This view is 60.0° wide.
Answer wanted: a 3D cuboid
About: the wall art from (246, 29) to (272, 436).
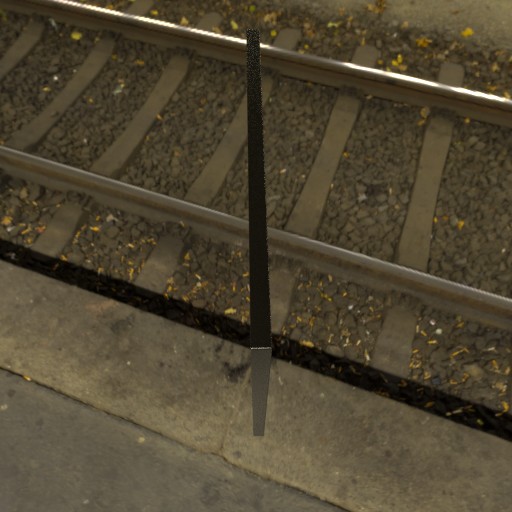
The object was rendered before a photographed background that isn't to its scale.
[{"bbox_3d":[0.000,0.000,0.528,0.014,0.349,0.349,-1,59,-1],"label":"wall art"}]
